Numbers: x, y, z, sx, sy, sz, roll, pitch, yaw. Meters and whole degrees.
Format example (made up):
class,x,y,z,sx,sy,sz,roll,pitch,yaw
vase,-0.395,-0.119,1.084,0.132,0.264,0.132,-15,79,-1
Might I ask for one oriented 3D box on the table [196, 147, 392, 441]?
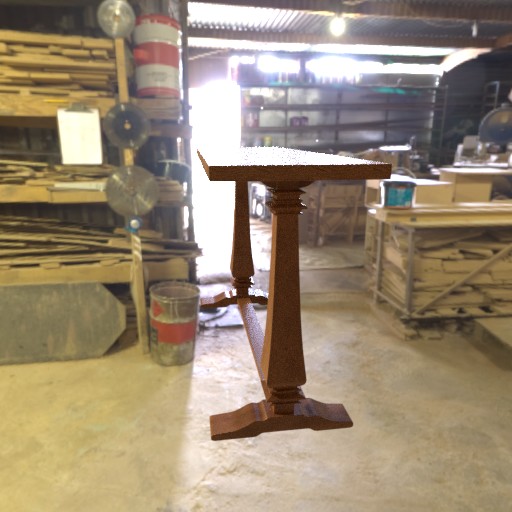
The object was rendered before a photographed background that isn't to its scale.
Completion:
class,x,y,z,sx,sy,sz,roll,pitch,yaw
table,0.000,0.000,1.871,0.461,0.852,1.478,-2,16,-8
